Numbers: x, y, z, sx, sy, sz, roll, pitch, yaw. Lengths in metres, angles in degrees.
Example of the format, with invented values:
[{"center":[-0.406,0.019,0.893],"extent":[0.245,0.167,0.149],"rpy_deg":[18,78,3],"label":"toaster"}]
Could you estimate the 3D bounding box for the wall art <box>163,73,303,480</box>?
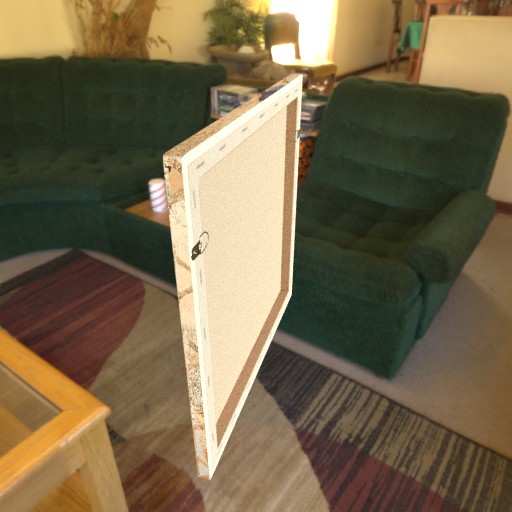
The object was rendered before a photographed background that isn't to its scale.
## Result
[{"center":[0.000,0.000,1.354],"extent":[0.039,0.914,0.912],"rpy_deg":[10,32,15],"label":"wall art"}]
